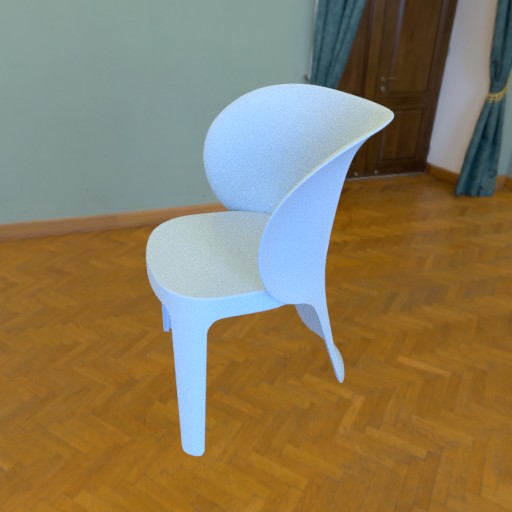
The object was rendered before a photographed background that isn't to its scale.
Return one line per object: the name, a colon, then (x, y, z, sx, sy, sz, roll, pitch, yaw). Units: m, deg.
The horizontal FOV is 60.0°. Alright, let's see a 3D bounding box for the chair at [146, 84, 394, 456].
chair: (0.000, 0.000, 0.835, 0.402, 0.554, 0.451, -8, 30, -14)
